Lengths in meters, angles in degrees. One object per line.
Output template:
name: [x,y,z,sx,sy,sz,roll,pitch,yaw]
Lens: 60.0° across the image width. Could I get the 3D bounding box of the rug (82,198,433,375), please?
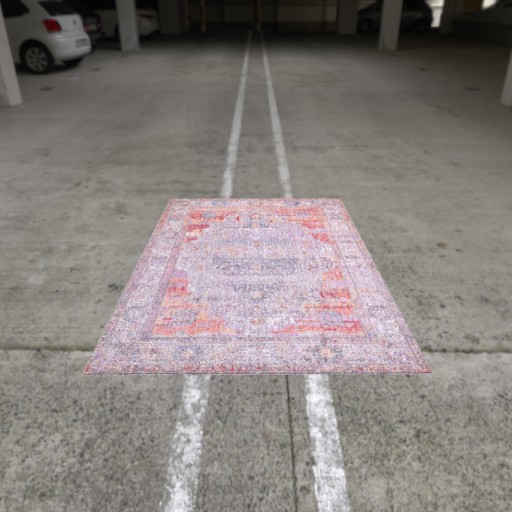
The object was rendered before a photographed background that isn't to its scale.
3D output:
rug: [0.000,0.000,2.353,1.219,0.005,1.829,0,27,0]
